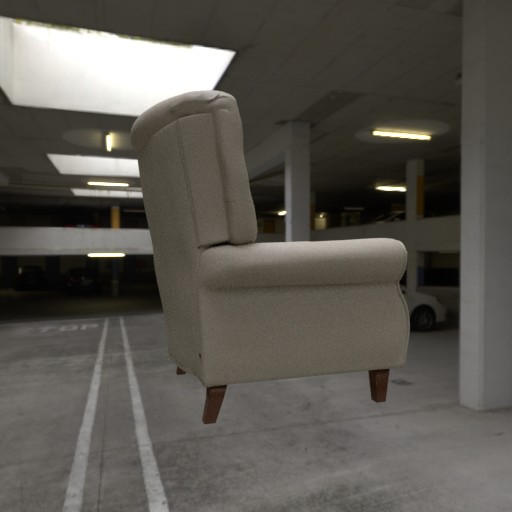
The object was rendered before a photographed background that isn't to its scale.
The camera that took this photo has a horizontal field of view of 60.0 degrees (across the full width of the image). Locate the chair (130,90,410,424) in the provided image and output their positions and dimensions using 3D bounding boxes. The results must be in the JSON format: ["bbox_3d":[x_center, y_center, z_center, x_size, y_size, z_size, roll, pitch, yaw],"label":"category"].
[{"bbox_3d":[0.000,0.000,1.949,1.059,1.158,0.943,0,1,-18],"label":"chair"}]
